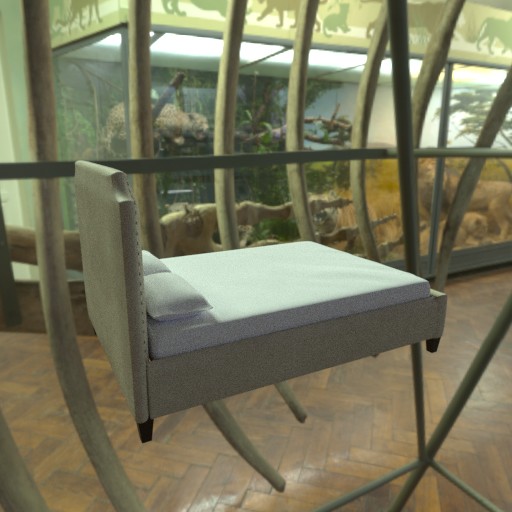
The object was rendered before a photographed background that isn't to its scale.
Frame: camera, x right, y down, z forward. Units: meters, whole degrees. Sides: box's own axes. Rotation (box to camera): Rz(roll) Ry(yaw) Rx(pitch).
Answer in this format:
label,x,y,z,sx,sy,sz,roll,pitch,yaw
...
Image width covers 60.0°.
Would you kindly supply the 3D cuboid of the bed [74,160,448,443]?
label,x,y,z,sx,sy,sz,roll,pitch,yaw
bed,0.000,0.000,3.416,2.372,1.443,1.712,-8,16,-27
